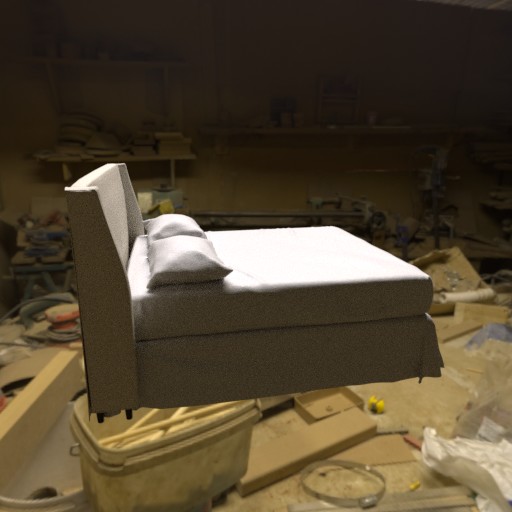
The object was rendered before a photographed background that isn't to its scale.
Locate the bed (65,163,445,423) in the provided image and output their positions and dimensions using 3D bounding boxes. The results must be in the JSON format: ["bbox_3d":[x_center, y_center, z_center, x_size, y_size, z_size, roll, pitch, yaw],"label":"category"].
[{"bbox_3d":[0.000,0.000,3.379,2.276,1.332,1.925,-3,16,-11],"label":"bed"}]
